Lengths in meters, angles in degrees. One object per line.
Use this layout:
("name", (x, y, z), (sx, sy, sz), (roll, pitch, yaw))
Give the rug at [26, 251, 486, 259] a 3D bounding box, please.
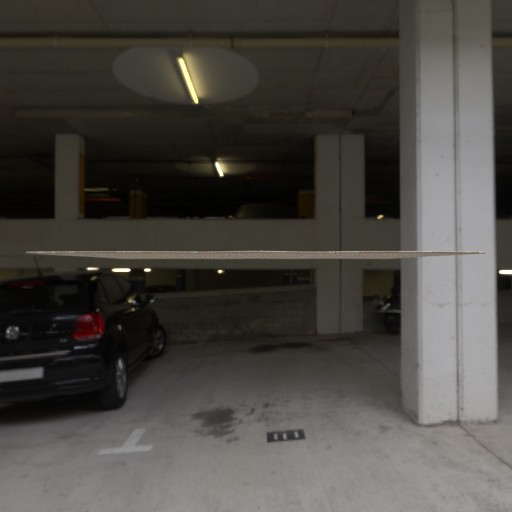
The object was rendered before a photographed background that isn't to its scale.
("rug", (0.000, 0.000, 4.417), (3.365, 0.020, 2.452), (0, -1, 0))
